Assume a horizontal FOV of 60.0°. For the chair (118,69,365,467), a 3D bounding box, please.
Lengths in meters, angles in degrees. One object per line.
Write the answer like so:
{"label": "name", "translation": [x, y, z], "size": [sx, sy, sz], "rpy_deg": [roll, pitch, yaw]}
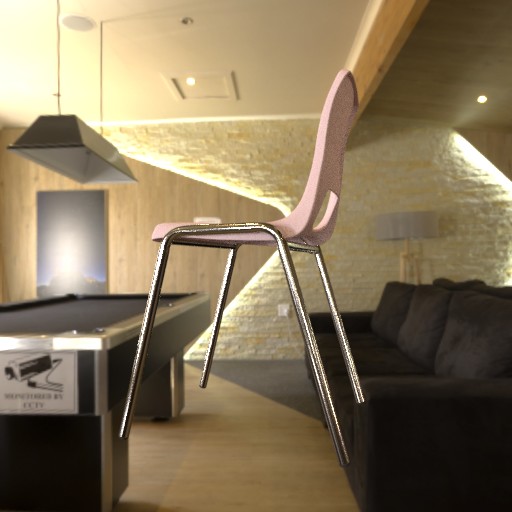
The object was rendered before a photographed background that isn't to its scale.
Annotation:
{"label": "chair", "translation": [0.000, 0.000, 0.962], "size": [0.436, 0.704, 0.381], "rpy_deg": [0, -1, 18]}
